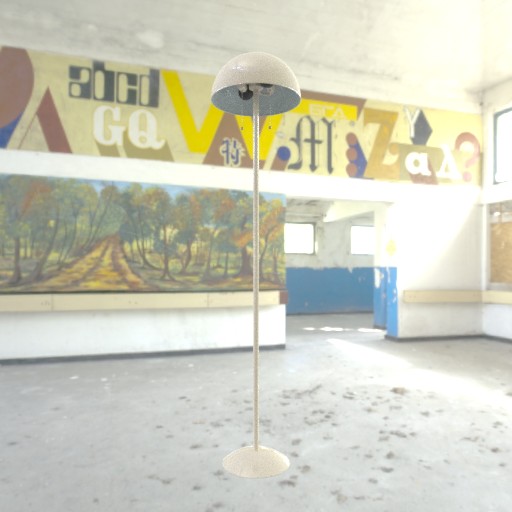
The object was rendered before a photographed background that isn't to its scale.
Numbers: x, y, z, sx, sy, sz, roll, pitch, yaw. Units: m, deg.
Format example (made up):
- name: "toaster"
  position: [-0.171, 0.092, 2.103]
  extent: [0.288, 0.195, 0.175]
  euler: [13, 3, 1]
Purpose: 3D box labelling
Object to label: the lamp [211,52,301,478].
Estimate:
- name: "lamp"
  position: [0.000, 0.000, 1.607]
  extent: [0.328, 1.480, 0.328]
  euler: [0, -2, -17]
